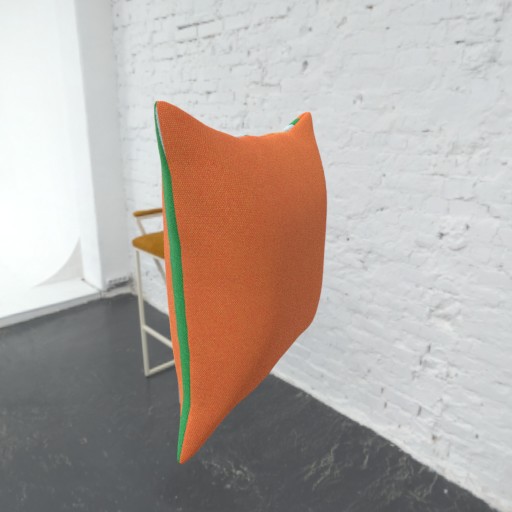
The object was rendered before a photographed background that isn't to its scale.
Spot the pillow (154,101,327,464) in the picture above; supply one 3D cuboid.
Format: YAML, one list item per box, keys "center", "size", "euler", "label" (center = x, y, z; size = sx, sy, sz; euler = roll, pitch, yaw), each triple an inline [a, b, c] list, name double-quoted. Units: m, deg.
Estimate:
- center: [0.000, 0.000, 0.698]
  size: [0.169, 0.444, 0.453]
  euler: [8, 18, 25]
  label: "pillow"
